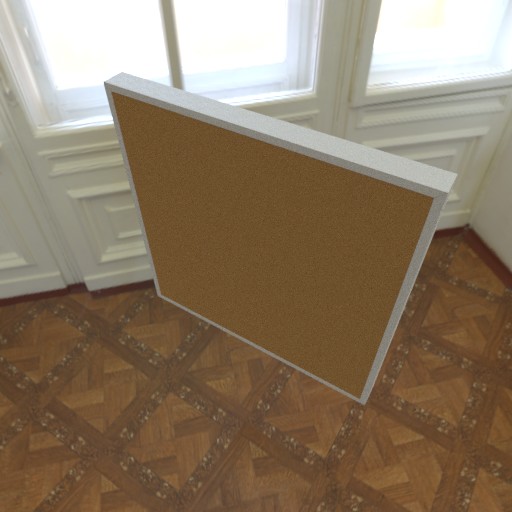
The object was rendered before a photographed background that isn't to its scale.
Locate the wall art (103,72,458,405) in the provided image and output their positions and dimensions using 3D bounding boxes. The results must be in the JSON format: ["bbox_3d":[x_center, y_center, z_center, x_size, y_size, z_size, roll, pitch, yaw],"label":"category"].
[{"bbox_3d":[0.000,0.000,0.456,0.304,0.304,0.024,24,51,21],"label":"wall art"}]
